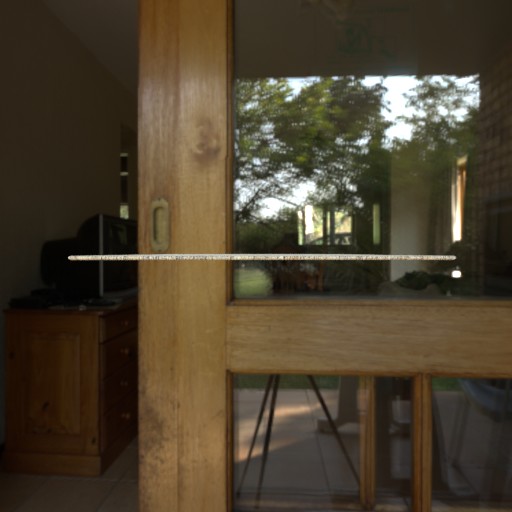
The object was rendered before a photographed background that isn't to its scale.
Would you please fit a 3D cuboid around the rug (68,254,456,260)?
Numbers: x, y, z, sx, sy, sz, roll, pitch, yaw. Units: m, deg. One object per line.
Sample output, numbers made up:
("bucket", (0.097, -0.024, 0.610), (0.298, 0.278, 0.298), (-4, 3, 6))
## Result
("rug", (0.000, 0.000, 2.324), (1.243, 0.014, 1.846), (0, 0, -1))
